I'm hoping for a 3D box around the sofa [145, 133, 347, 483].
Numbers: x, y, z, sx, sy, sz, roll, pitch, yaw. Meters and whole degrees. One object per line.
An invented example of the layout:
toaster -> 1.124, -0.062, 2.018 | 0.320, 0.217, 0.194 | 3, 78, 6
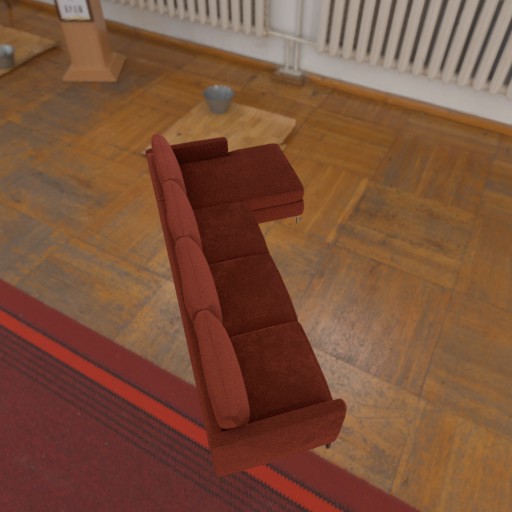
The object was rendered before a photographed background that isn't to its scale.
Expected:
sofa -> 0.000, 0.000, 3.523 | 1.350, 0.810, 2.932 | -12, 48, -11
